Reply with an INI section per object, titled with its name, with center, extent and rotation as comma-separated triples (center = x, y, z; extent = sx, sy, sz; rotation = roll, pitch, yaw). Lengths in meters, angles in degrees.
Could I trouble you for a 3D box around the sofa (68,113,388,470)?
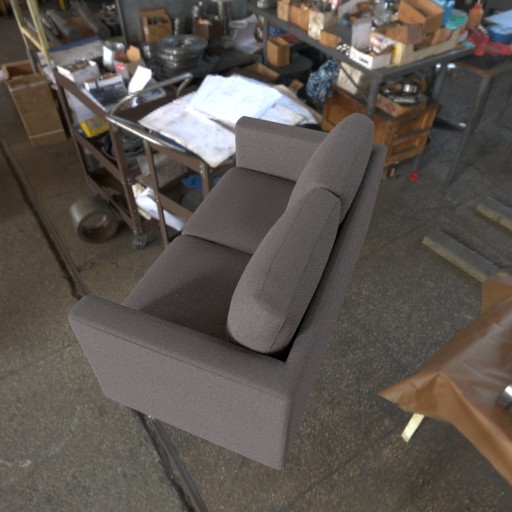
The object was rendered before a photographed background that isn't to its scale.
[sofa]
center = 0.000, 0.000, 1.940
extent = 0.796, 0.908, 1.430
rotation = 16, 48, 15
